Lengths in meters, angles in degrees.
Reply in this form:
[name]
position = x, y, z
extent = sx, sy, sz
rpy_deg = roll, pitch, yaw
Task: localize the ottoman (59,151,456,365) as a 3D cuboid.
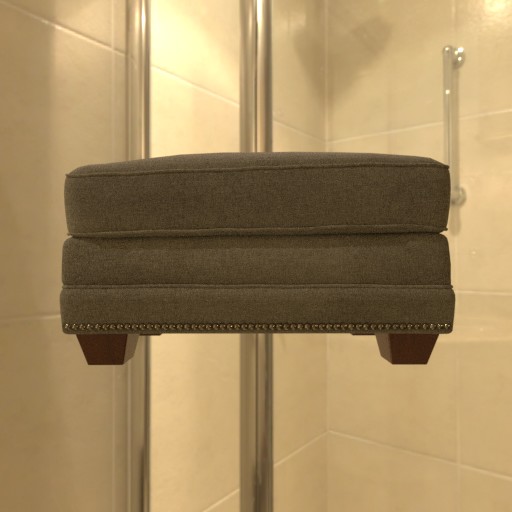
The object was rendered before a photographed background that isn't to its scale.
[ottoman]
position = 0.000, 0.000, 1.143
extent = 0.813, 0.457, 0.561
rpy_deg = 0, -1, 0
